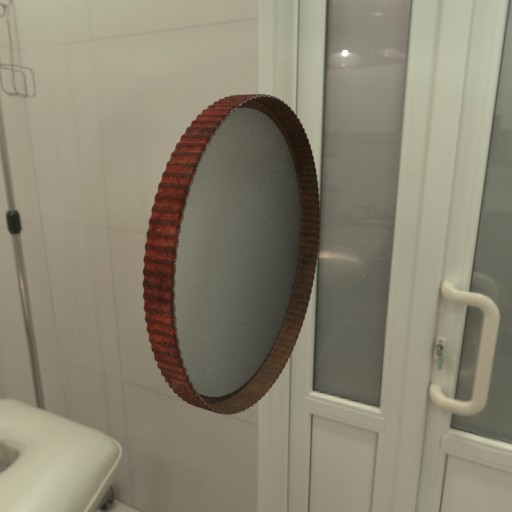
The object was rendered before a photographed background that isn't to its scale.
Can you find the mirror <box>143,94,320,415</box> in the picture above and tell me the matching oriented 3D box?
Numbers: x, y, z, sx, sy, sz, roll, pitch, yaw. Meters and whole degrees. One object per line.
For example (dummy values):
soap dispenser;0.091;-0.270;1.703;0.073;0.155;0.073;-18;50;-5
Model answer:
mirror;0.000;0.000;0.888;0.056;0.609;0.609;8;17;26
